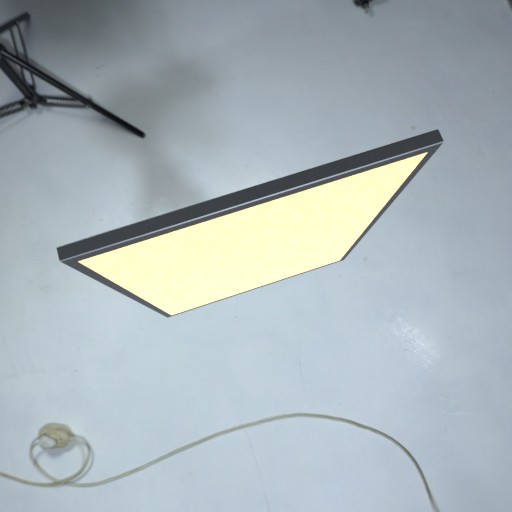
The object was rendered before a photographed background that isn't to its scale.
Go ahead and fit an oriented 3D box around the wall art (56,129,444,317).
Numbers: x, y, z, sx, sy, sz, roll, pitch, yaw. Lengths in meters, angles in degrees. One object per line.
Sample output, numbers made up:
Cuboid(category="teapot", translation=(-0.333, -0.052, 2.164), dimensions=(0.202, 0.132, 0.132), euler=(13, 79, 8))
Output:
Cuboid(category="wall art", translation=(0.000, 0.000, 1.350), dimensions=(0.774, 1.027, 0.030), euler=(-18, 77, -4))
